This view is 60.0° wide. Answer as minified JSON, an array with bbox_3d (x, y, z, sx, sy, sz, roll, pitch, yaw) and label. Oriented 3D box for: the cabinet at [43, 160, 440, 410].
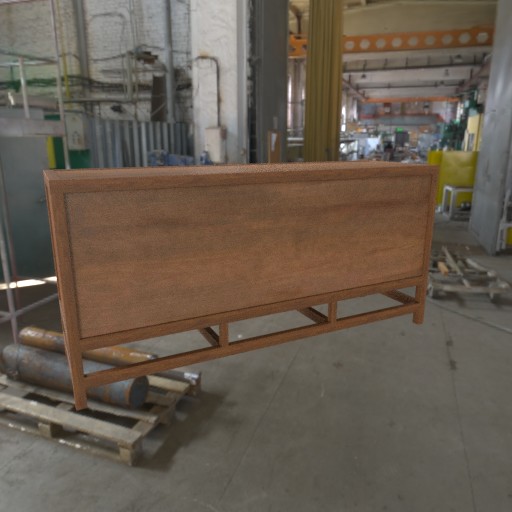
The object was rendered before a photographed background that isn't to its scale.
[{"bbox_3d":[0.000,0.000,2.082,1.708,0.820,0.522,-7,17,-26],"label":"cabinet"}]
